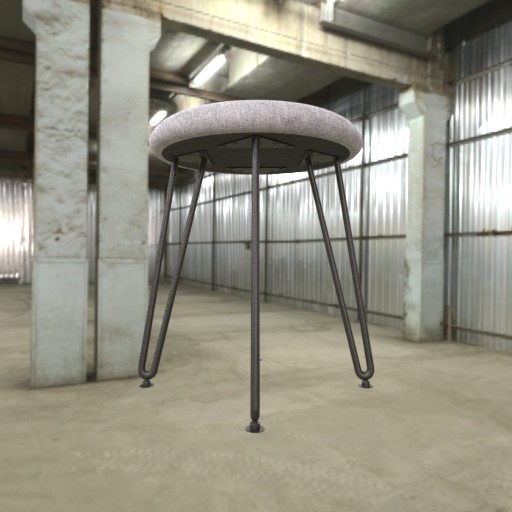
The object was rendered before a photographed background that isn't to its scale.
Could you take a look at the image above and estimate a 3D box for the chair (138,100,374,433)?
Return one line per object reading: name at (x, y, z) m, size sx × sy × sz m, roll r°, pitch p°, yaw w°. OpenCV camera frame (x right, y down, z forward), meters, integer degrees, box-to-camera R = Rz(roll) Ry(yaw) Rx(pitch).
chair at (0.000, 0.000, 0.657) m, size 0.350 × 0.386 × 0.350 m, roll 0°, pitch 0°, yaw 0°
